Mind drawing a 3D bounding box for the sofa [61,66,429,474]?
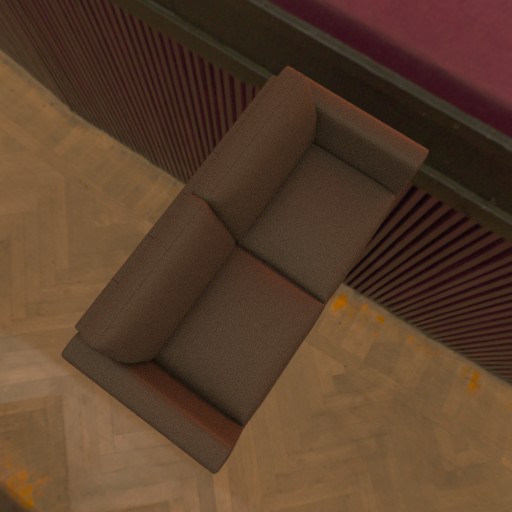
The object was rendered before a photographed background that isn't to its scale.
[{"bbox_3d":[0.000,0.000,2.458,0.953,0.875,2.017,34,79,8],"label":"sofa"}]
